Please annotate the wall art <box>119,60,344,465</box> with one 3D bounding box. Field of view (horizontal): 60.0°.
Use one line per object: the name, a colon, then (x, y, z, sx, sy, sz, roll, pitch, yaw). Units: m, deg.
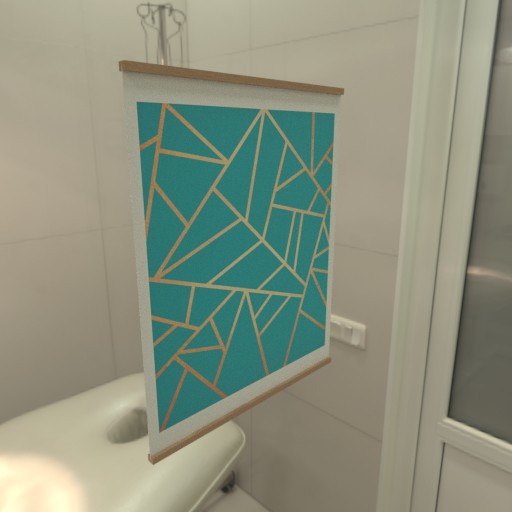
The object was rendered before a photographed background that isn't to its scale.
wall art: (0.000, 0.000, 0.677, 0.405, 0.508, 0.012, -14, 21, -43)
